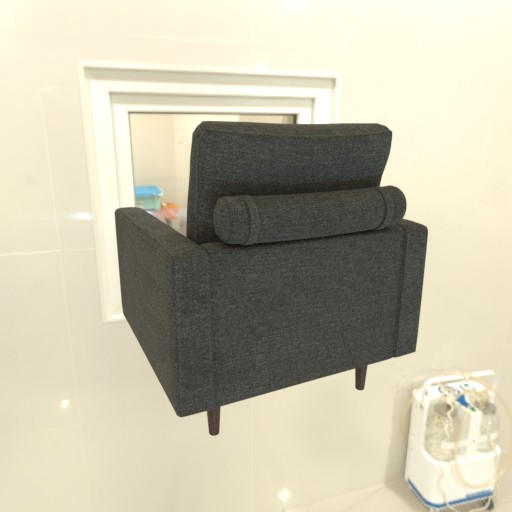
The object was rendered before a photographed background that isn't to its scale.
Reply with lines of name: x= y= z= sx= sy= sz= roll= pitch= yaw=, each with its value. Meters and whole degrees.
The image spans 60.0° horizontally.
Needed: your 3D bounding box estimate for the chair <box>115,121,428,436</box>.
chair: x=0.000 y=0.000 z=1.544 sx=0.821 sy=0.880 sz=0.843 roll=-7 pitch=17 yaw=-25
